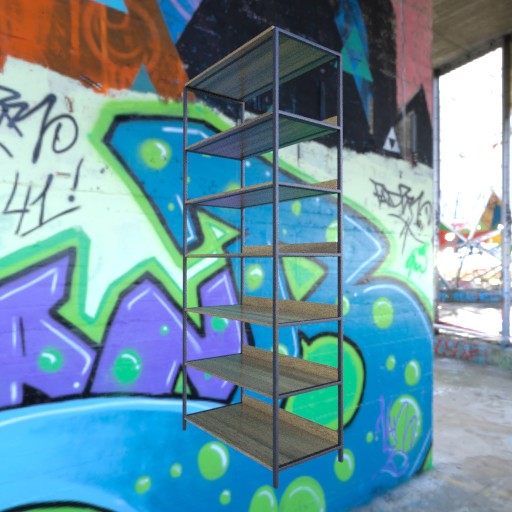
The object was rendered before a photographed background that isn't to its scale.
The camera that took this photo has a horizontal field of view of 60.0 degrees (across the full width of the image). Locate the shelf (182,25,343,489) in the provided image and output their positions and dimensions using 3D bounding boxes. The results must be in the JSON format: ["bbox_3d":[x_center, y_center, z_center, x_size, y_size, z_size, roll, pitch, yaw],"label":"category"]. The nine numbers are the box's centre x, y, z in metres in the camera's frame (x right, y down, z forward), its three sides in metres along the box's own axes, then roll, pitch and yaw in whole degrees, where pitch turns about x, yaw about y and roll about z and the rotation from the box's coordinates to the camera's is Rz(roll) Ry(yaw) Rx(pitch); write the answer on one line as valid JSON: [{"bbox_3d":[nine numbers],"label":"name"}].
[{"bbox_3d":[0.000,0.000,2.384,0.431,2.015,0.847,1,-1,-37],"label":"shelf"}]
